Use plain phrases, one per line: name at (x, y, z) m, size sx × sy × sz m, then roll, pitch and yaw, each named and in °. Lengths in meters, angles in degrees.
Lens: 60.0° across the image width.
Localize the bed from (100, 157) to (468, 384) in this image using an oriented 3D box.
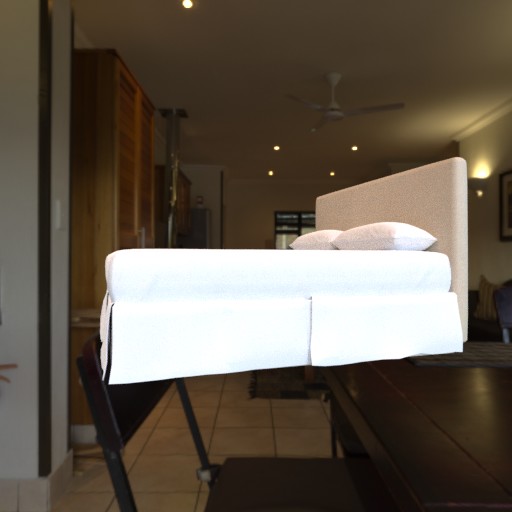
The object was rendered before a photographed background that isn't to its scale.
bed at (0.000, 0.000, 3.493) m, size 2.319 × 1.317 × 2.119 m, roll 0°, pitch -1°, yaw -19°
